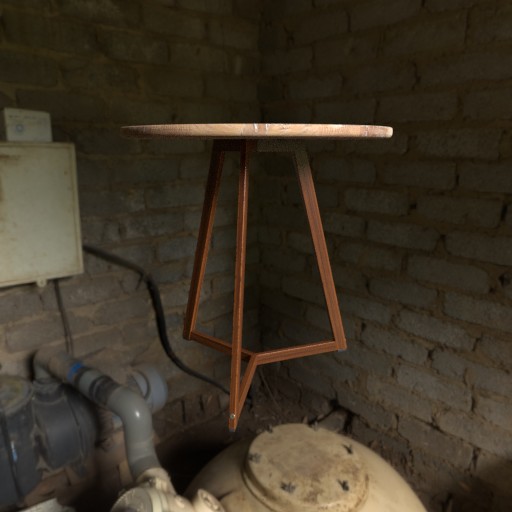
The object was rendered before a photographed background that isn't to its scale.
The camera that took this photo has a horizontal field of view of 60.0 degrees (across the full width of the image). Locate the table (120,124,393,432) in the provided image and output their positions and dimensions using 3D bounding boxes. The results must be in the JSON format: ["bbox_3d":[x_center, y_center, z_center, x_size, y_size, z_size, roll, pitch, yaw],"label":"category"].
[{"bbox_3d":[0.000,0.000,0.908,0.500,0.500,0.500,0,14,0],"label":"table"}]
